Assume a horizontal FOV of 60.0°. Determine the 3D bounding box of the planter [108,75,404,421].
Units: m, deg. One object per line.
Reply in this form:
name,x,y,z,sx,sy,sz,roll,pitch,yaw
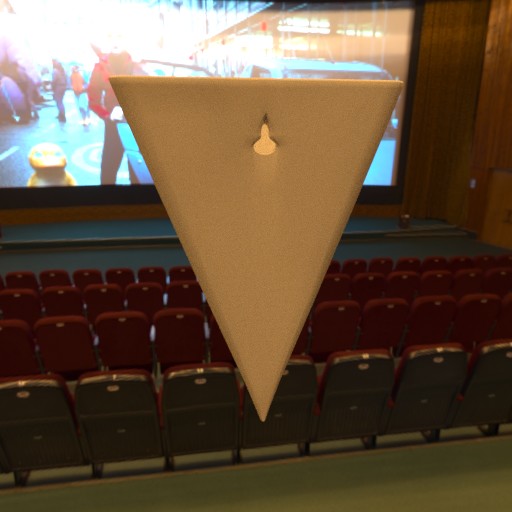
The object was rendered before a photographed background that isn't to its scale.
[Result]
planter,0.000,0.000,0.271,0.150,0.197,0.060,-3,16,-9
